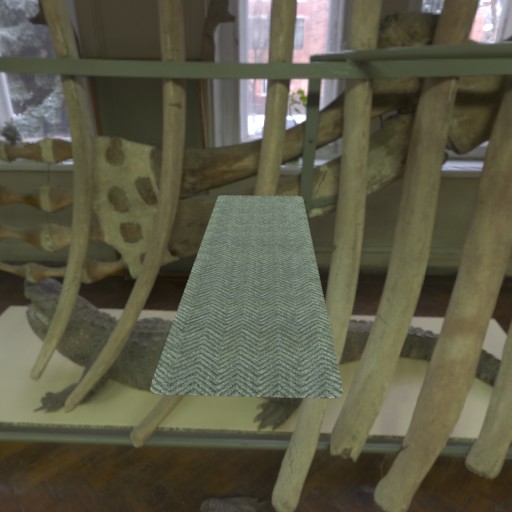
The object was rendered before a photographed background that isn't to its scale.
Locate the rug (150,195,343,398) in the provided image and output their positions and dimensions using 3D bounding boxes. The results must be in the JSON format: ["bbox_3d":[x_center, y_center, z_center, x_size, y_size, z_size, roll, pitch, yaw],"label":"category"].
[{"bbox_3d":[0.000,0.000,2.578,0.686,0.008,2.286,1,25,2],"label":"rug"}]
